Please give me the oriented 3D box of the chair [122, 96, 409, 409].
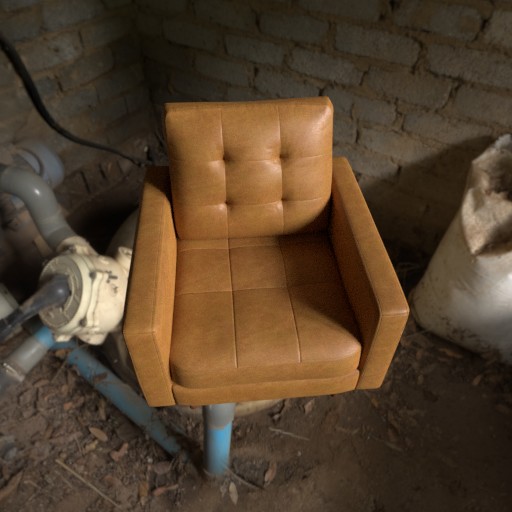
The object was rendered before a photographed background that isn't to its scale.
[{"bbox_3d":[0.000,0.000,1.585,0.831,0.896,0.868,-4,45,-4],"label":"chair"}]
